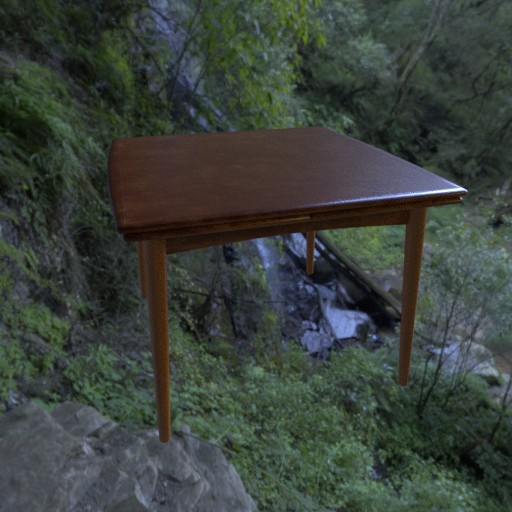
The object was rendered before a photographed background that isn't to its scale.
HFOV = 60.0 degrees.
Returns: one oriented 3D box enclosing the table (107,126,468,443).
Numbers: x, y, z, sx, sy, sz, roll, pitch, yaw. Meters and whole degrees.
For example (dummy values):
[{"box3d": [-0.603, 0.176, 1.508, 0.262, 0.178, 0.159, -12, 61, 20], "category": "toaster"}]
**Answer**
[{"box3d": [0.000, 0.000, 1.702, 0.991, 0.754, 0.991, -8, 28, -15], "category": "table"}]
